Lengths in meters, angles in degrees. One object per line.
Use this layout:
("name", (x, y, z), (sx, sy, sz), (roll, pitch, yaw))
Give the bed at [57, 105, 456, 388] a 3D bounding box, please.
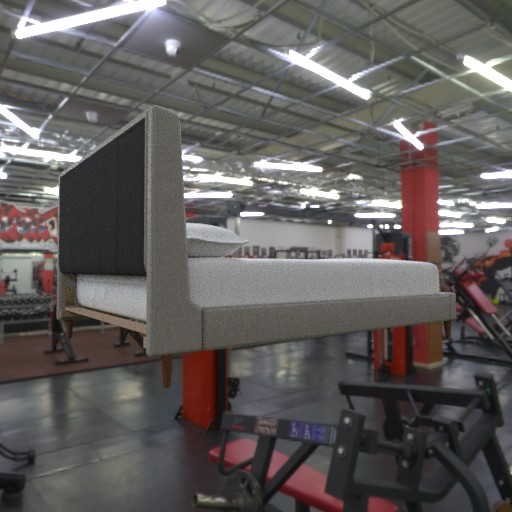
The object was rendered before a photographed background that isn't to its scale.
("bed", (0.000, 0.000, 3.076), (2.232, 1.147, 1.656), (1, -2, -36))
